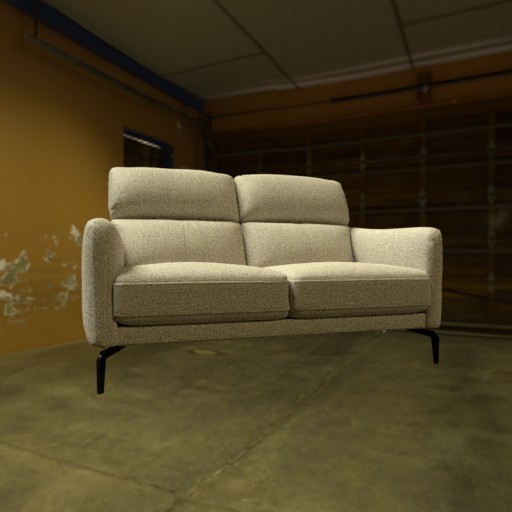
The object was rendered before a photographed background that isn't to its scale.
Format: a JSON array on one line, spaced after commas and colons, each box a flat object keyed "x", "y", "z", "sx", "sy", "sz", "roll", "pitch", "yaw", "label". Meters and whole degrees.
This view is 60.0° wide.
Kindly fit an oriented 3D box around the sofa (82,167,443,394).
[{"x": 0.000, "y": 0.000, "z": 2.128, "sx": 1.540, "sy": 0.950, "sz": 0.905, "roll": 0, "pitch": -1, "yaw": -18, "label": "sofa"}]
